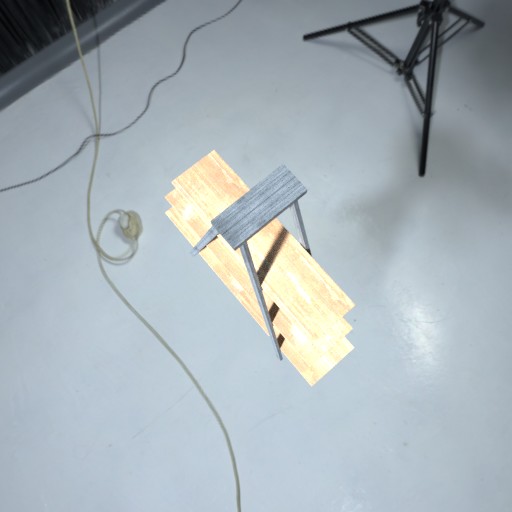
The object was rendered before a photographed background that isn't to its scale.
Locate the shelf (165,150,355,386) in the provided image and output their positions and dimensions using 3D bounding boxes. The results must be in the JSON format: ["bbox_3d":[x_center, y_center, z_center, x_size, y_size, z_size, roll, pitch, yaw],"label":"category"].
[{"bbox_3d":[0.000,0.000,2.774,0.508,1.808,1.746,-39,79,-9],"label":"shelf"}]
